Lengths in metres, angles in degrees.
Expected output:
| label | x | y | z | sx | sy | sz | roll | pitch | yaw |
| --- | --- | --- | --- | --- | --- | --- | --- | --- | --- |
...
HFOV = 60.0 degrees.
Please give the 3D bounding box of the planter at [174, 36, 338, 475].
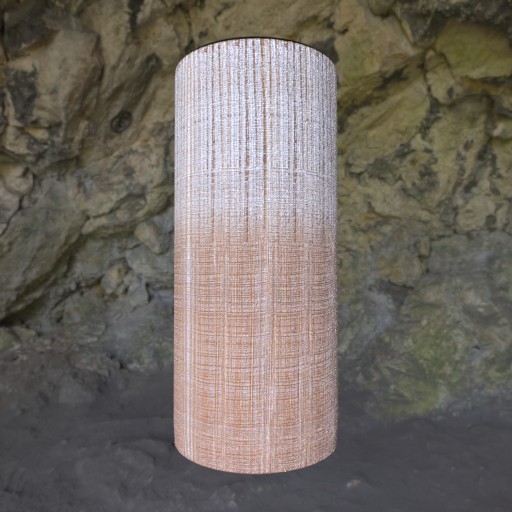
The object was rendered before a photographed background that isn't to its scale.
| label | x | y | z | sx | sy | sz | roll | pitch | yaw |
| --- | --- | --- | --- | --- | --- | --- | --- | --- | --- |
| planter | 0.000 | 0.000 | 0.276 | 0.100 | 0.227 | 0.100 | 0 | -1 | -17 |
